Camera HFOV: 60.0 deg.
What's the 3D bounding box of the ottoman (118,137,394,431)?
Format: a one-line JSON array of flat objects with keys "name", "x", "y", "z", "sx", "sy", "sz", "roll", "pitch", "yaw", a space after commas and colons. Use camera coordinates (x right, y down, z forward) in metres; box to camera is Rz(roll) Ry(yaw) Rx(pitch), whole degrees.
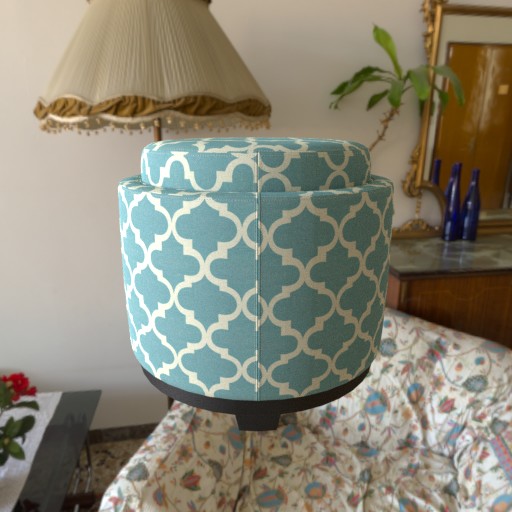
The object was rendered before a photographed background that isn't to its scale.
[{"name": "ottoman", "x": 0.000, "y": 0.000, "z": 0.831, "sx": 0.480, "sy": 0.429, "sz": 0.480, "roll": 0, "pitch": 16, "yaw": 0}]
